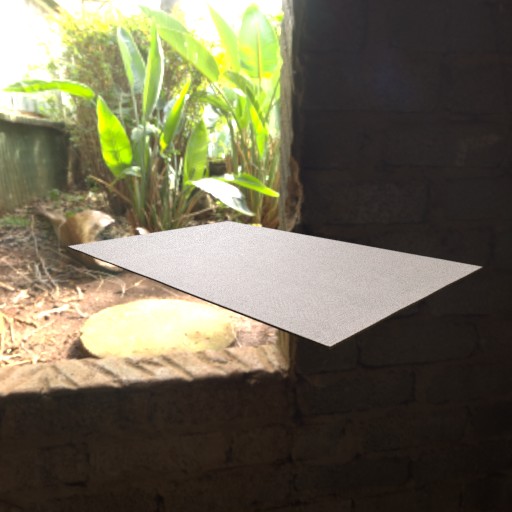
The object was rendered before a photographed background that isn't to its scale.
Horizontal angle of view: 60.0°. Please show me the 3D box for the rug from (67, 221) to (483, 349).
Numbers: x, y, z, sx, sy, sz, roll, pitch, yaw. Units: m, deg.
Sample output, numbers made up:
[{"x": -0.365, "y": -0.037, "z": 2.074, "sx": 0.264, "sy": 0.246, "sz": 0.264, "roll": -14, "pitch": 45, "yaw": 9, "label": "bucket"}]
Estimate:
[{"x": 0.000, "y": 0.000, "z": 2.324, "sx": 1.236, "sy": 0.009, "sz": 1.839, "roll": -14, "pitch": 20, "yaw": -43, "label": "rug"}]
